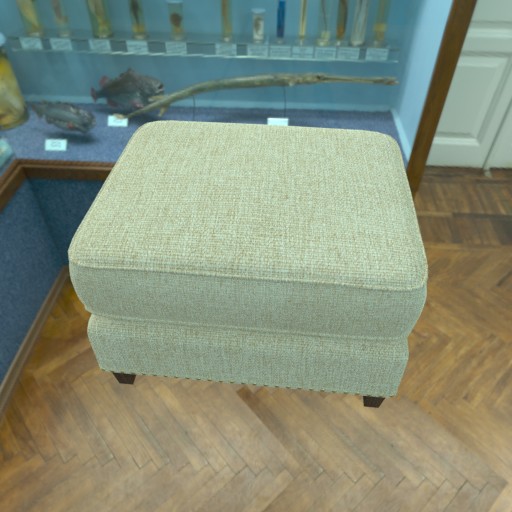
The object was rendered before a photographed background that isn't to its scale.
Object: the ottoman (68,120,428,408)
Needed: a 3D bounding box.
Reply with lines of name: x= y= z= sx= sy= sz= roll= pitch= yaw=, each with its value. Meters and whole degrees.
ottoman: x=0.000 y=0.000 z=1.163 sx=0.738 sy=0.537 sz=0.589 roll=4 pitch=45 yaw=4
